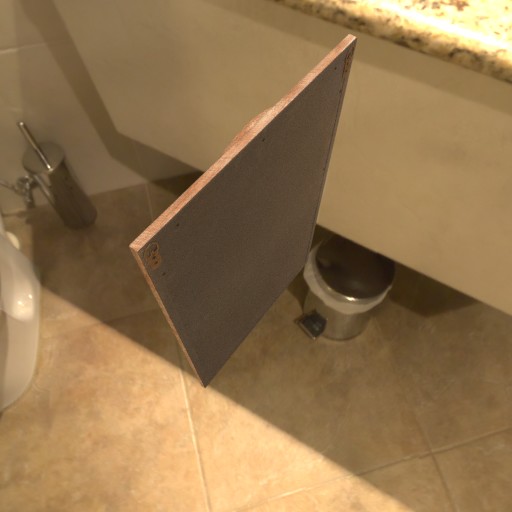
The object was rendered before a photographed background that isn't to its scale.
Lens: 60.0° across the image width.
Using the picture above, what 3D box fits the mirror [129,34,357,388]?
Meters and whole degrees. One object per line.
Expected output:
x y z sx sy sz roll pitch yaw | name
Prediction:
0.000 0.000 0.968 0.058 0.787 0.495 34 67 17 | mirror
